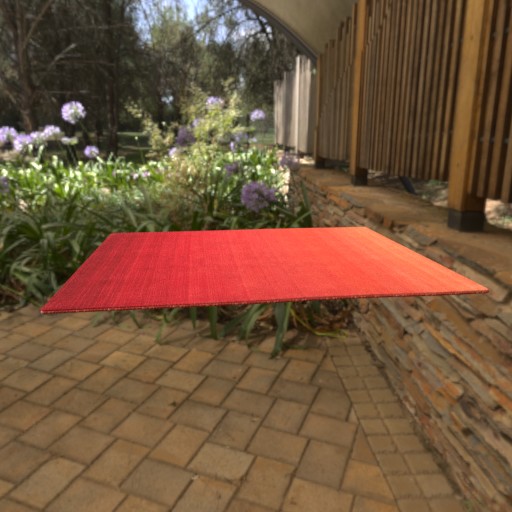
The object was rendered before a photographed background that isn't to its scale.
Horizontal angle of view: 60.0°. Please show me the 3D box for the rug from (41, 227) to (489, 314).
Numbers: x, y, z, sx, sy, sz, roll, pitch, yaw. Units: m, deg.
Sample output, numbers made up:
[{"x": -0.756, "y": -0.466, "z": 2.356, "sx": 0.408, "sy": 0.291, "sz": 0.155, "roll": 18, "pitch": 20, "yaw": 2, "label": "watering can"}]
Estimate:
[{"x": 0.000, "y": 0.000, "z": 3.937, "sx": 2.905, "sy": 0.028, "sz": 2.340, "roll": -2, "pitch": 15, "yaw": -7, "label": "rug"}]
